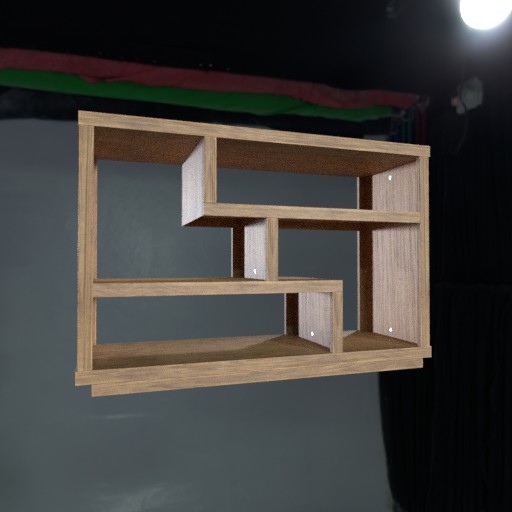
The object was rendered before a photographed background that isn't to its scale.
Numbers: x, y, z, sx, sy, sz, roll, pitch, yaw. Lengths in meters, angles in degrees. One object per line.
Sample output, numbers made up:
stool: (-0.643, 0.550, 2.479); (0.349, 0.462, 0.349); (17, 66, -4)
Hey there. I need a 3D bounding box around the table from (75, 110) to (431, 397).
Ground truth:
table: (0.000, 0.000, 1.561); (1.151, 0.771, 0.410); (0, -1, -18)
